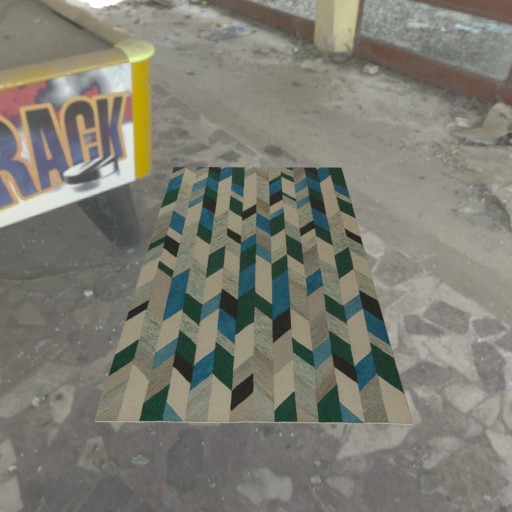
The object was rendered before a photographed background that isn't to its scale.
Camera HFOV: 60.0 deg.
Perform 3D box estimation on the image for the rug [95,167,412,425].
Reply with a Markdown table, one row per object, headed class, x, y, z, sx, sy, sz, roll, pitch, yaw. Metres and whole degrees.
| class | x | y | z | sx | sy | sz | roll | pitch | yaw |
| --- | --- | --- | --- | --- | --- | --- | --- | --- | --- |
| rug | 0.000 | 0.000 | 3.015 | 1.507 | 0.007 | 2.433 | 0 | 40 | 0 |
